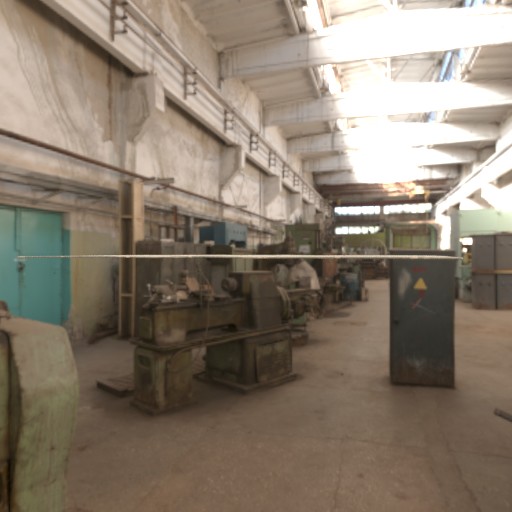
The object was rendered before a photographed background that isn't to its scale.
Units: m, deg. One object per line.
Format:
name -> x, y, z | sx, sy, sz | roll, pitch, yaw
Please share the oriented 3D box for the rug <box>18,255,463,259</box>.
rug -> 0.000, 0.000, 2.707 | 2.133, 0.013, 1.522 | 0, 0, 18
